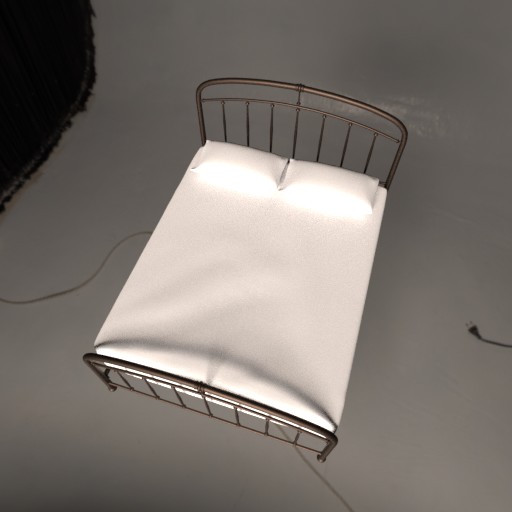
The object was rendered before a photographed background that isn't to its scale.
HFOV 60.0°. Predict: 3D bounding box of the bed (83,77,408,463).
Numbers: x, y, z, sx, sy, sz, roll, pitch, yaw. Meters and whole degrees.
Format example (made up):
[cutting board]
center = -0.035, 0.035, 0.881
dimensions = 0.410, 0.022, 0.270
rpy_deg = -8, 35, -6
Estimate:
[bed]
center = 0.000, 0.000, 3.240
dimensions = 1.711, 1.425, 2.180
rpy_deg = 15, 59, 9
